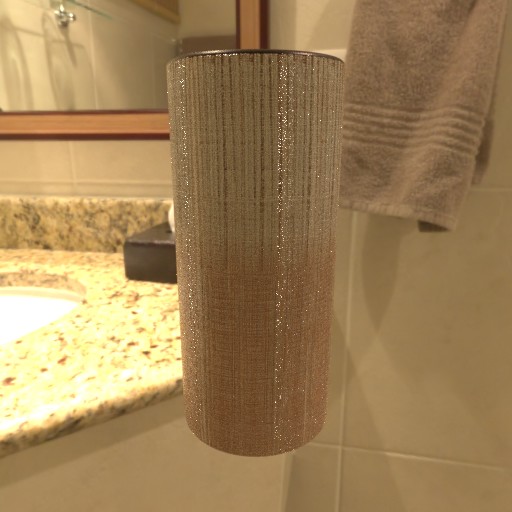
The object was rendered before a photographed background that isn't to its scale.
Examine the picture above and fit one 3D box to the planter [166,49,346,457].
[{"bbox_3d":[0.000,0.000,0.282,0.100,0.227,0.100,-8,18,-25],"label":"planter"}]
